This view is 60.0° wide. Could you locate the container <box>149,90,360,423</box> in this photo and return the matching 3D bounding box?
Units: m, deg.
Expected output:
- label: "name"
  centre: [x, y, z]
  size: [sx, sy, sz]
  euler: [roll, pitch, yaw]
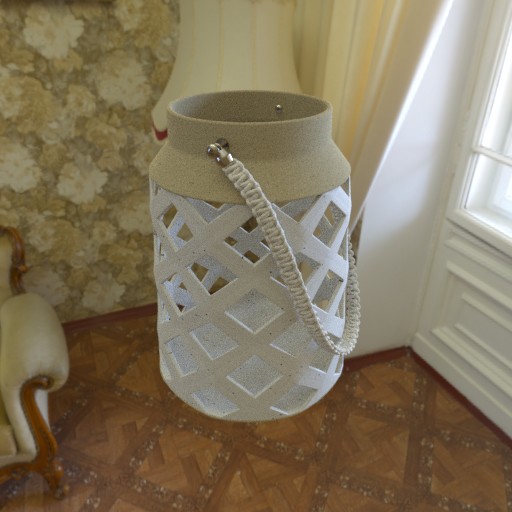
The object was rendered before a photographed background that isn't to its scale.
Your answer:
- label: "container"
  centre: [0.000, 0.000, 0.347]
  size: [0.172, 0.229, 0.163]
  euler: [10, 31, 17]
